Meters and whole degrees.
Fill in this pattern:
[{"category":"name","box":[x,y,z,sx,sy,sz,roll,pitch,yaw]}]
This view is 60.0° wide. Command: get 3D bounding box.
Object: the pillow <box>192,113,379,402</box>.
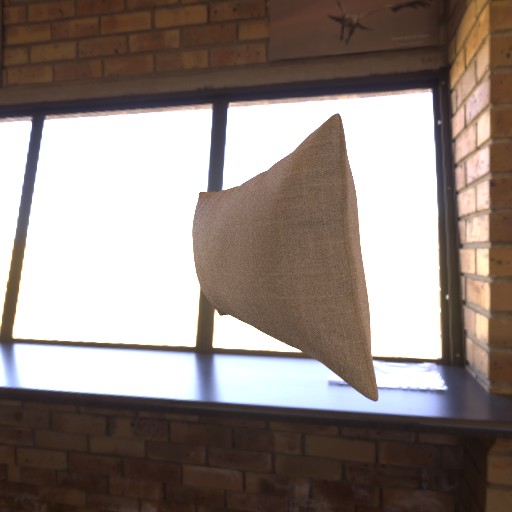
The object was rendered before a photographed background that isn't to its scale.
[{"category":"pillow","box":[0.000,0.000,0.719,0.155,0.282,0.612,0,1,-19]}]
